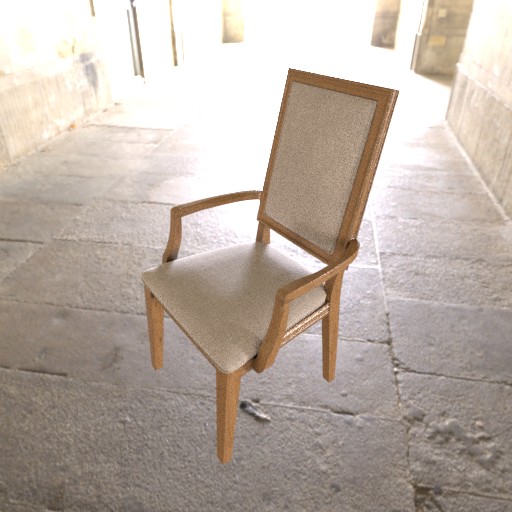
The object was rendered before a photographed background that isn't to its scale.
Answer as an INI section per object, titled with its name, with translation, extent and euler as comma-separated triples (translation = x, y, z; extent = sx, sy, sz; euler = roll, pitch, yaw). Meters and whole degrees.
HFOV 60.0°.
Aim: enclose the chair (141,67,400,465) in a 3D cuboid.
[chair]
translation = 0.000, 0.000, 1.375
extent = 0.602, 0.990, 0.606
euler = -21, 37, -30
